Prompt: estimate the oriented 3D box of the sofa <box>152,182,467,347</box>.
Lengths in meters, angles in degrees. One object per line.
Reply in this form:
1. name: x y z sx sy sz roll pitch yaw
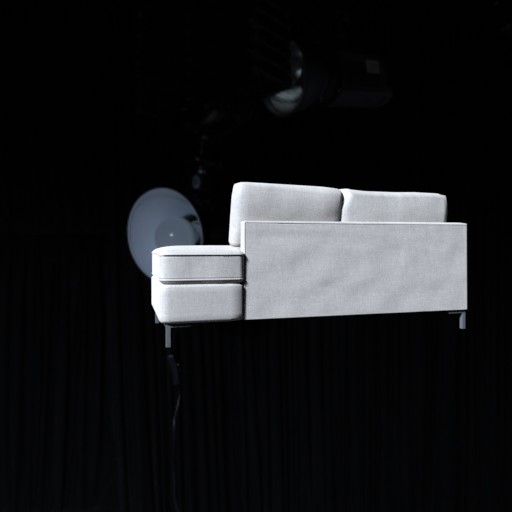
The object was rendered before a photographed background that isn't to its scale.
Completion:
1. sofa: 0.000 0.000 4.316 2.077 0.964 3.331 0 1 -16
